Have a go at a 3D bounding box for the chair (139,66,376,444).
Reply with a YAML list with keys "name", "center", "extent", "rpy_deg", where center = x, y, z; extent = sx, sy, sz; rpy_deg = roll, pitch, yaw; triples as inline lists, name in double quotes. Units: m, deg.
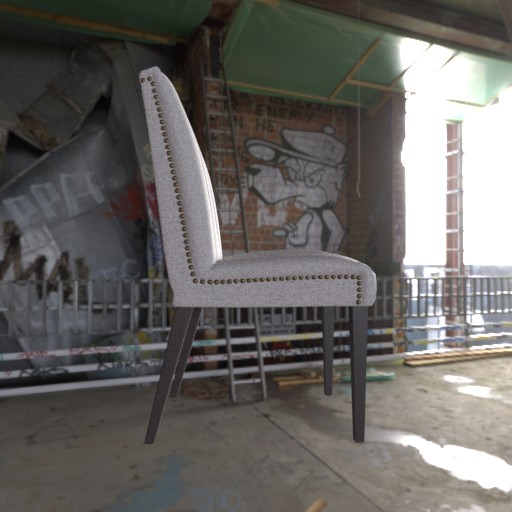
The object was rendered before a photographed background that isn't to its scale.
- name: "chair"
  center: [0.000, 0.000, 1.419]
  extent: [0.647, 1.016, 0.511]
  rpy_deg: [0, -1, -2]
